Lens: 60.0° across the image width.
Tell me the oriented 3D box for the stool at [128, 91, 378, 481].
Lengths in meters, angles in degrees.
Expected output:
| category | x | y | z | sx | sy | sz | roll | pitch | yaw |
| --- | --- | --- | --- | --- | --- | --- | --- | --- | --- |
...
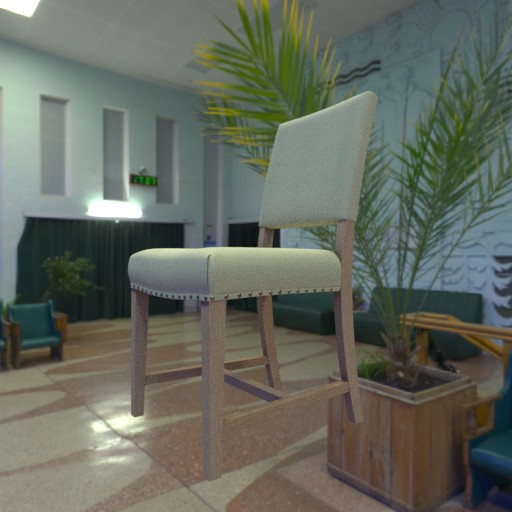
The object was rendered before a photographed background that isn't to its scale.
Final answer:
| category | x | y | z | sx | sy | sz | roll | pitch | yaw |
| --- | --- | --- | --- | --- | --- | --- | --- | --- | --- |
| stool | 0.000 | 0.000 | 1.344 | 0.623 | 0.986 | 0.508 | 0 | 0 | -35 |
